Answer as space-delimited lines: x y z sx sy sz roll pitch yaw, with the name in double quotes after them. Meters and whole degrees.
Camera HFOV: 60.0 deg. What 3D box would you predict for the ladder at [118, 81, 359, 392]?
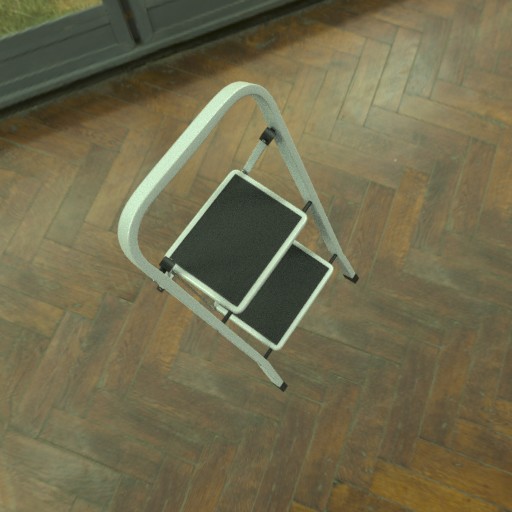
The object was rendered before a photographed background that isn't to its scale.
0.000 0.000 1.126 0.544 0.810 0.460 34 78 9 "ladder"
